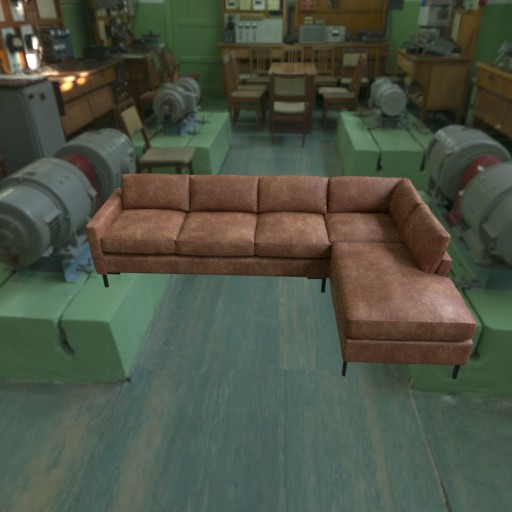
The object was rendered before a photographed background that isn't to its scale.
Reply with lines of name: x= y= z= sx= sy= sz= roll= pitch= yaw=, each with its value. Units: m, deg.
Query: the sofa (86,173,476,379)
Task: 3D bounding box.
sofa: x=0.000 y=0.000 z=3.779 sx=2.984 sy=0.877 sz=1.938 roll=1 pitch=30 yaw=2
